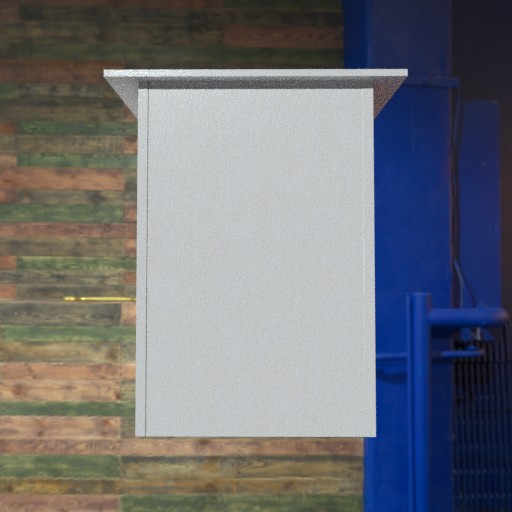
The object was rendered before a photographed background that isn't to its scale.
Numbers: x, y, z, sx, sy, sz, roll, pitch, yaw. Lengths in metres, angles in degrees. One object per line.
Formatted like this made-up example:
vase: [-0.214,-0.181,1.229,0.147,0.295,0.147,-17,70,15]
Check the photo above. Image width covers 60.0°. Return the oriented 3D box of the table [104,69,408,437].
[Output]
table: [0.000,0.000,1.051,0.589,0.711,0.406,0,-2,0]
